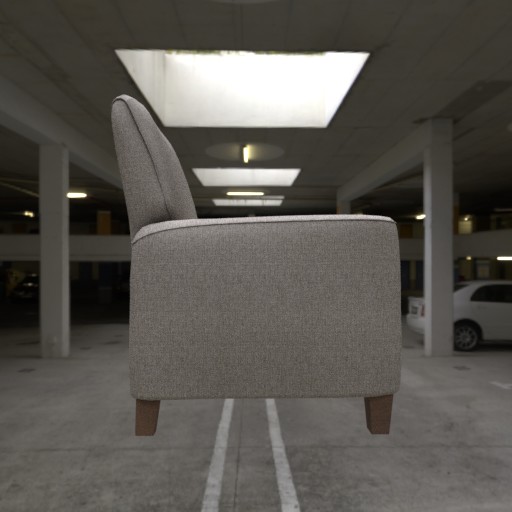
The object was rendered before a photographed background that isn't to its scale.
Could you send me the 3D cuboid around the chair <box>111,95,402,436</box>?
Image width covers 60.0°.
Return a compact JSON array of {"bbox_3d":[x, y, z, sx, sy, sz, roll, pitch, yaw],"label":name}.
[{"bbox_3d":[0.000,0.000,1.622,0.864,1.014,0.848,0,0,-1],"label":"chair"}]
